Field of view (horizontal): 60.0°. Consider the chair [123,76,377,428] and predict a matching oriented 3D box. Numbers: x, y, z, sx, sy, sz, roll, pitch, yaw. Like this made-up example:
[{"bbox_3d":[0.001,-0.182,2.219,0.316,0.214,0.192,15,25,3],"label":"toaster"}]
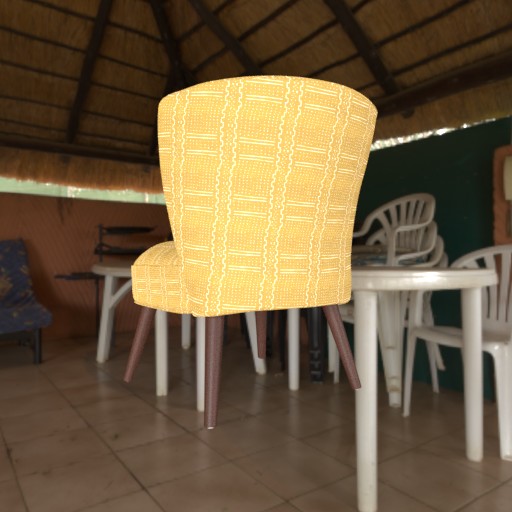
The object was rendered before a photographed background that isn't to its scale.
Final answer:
[{"bbox_3d":[0.000,0.000,1.404,0.706,0.866,0.758,0,0,-36],"label":"chair"}]
